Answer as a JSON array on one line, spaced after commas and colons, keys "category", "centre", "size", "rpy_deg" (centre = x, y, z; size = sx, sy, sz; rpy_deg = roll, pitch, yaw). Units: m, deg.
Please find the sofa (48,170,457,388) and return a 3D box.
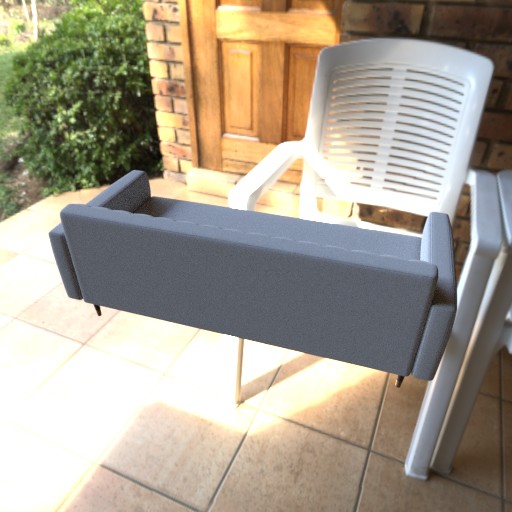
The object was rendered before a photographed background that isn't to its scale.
[{"category": "sofa", "centre": [0.000, 0.000, 2.795], "size": [2.291, 0.821, 0.990], "rpy_deg": [10, 36, 15]}]
